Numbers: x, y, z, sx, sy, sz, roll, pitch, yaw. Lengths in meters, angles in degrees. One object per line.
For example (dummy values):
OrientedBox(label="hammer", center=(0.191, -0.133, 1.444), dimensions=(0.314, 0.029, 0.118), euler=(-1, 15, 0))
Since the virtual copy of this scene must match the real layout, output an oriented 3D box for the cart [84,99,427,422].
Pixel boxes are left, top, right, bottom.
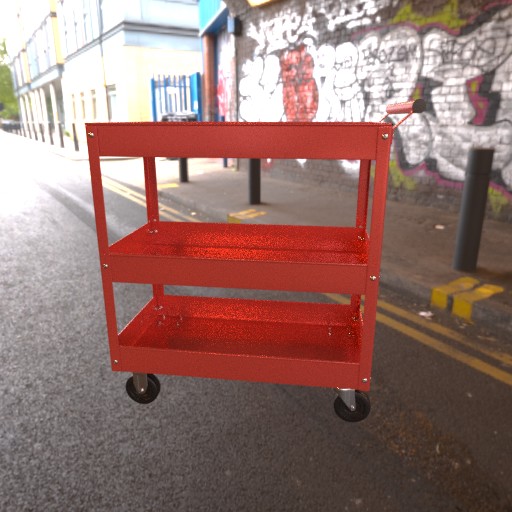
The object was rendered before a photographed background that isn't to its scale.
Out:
OrientedBox(label="cart", center=(0.000, 0.000, 1.192), dimensions=(0.719, 0.780, 0.366), euler=(2, 17, 7))
